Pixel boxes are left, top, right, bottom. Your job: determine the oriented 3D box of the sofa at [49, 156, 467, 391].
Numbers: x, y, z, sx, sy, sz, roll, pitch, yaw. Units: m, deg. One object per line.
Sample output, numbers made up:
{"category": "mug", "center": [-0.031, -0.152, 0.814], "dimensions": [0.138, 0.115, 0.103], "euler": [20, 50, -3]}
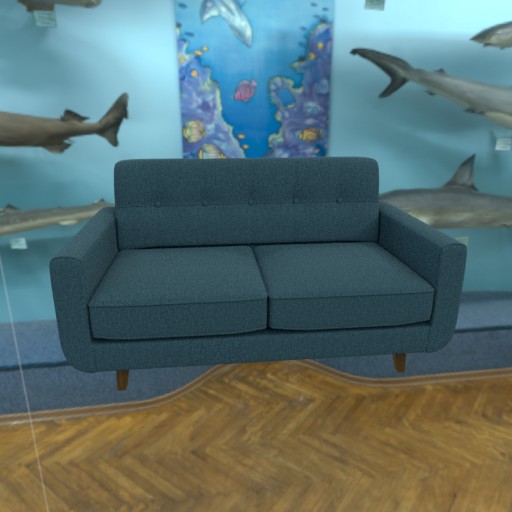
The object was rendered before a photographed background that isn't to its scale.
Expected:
{"category": "sofa", "center": [0.000, 0.000, 2.194], "dimensions": [1.651, 0.896, 0.942], "euler": [-2, 18, -6]}
